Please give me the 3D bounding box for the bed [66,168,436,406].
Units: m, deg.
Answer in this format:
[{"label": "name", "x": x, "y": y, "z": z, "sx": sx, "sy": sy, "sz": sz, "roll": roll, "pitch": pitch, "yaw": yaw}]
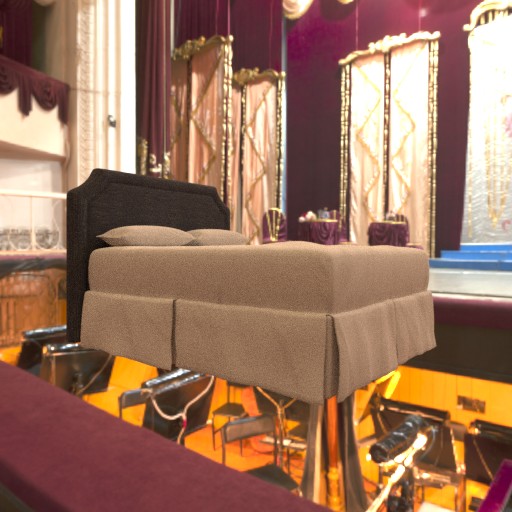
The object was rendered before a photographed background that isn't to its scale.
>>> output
[{"label": "bed", "x": 0.000, "y": 0.000, "z": 3.160, "sx": 2.116, "sy": 1.290, "sz": 1.693, "roll": 1, "pitch": 1, "yaw": 37}]
